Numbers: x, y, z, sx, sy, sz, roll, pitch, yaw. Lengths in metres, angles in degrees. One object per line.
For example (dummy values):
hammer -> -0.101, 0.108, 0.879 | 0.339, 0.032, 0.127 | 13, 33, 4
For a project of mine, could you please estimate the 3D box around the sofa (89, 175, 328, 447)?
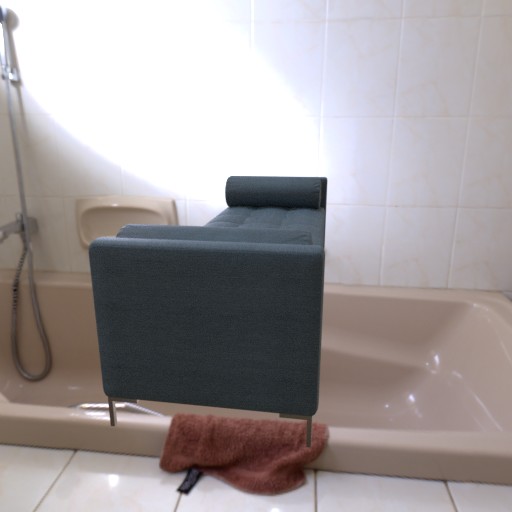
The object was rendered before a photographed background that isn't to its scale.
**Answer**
sofa -> 0.000, 0.000, 2.248 | 0.686, 0.635, 1.981 | 2, 16, 9
